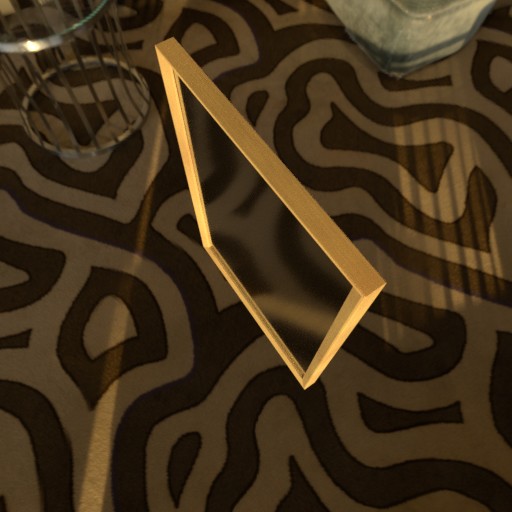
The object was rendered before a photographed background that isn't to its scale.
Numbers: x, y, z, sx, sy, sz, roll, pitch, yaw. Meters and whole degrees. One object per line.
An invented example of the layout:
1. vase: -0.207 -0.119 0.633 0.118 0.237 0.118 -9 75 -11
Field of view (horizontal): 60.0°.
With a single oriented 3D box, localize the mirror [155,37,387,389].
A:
1. mirror: 0.000 0.000 0.931 0.039 0.710 0.507 -32 69 -14
